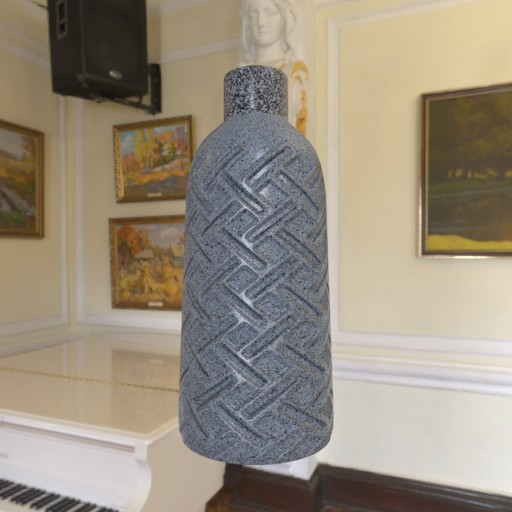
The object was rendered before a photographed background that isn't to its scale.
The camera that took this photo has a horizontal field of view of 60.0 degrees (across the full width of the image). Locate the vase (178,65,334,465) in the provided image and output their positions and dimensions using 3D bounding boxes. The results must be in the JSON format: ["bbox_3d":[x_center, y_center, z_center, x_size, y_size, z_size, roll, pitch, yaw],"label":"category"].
[{"bbox_3d":[0.000,0.000,0.352,0.122,0.282,0.122,0,0,0],"label":"vase"}]
